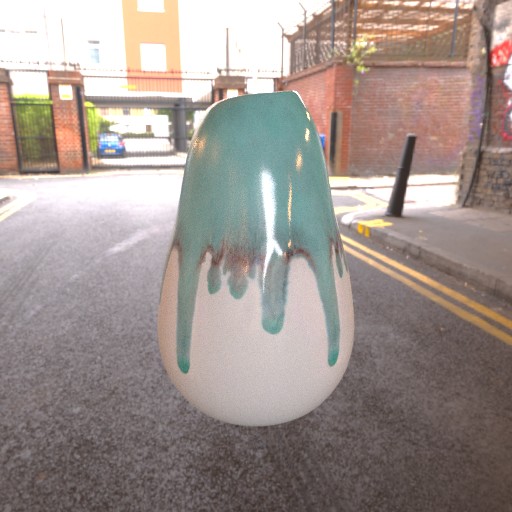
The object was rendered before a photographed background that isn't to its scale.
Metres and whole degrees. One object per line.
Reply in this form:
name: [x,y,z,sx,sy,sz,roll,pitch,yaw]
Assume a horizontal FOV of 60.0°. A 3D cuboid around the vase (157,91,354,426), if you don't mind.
vase: [0.000,0.000,0.257,0.116,0.179,0.116,0,15,0]
